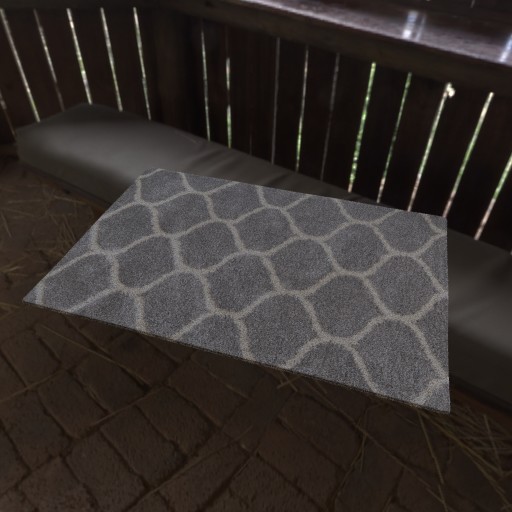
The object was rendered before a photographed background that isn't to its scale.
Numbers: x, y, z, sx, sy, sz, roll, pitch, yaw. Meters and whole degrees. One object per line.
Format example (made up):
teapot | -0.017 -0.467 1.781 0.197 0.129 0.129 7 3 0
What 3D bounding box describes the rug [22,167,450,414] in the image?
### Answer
rug | 0.000 0.000 3.275 2.701 0.026 1.801 12 43 13
